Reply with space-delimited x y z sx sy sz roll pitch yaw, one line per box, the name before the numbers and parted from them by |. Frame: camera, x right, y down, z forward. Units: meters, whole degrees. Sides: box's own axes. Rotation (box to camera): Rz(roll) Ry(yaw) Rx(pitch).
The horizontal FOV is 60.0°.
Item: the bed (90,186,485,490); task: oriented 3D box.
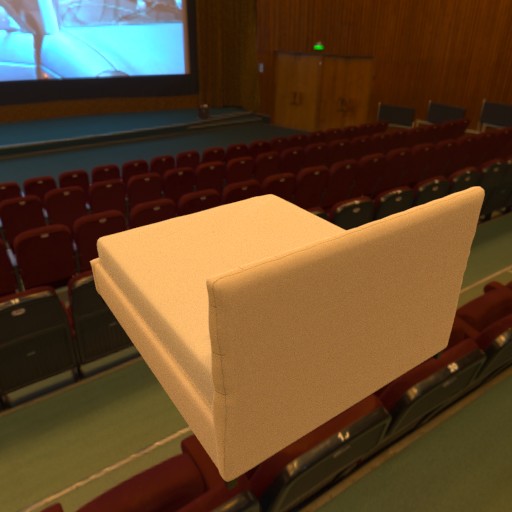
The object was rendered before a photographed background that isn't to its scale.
bed | 0.000 0.000 3.565 2.078 1.427 2.387 -18 34 -30
